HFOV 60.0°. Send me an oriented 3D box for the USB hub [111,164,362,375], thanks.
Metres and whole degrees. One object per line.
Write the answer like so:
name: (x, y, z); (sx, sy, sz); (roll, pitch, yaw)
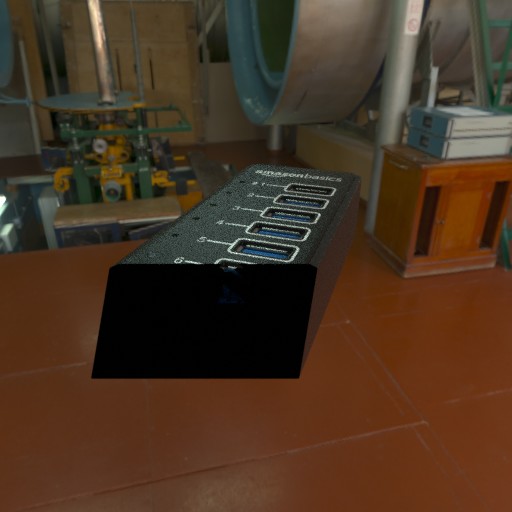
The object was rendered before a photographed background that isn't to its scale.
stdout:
USB hub: (0.000, 0.000, 0.128); (0.044, 0.023, 0.110); (9, 29, 18)
